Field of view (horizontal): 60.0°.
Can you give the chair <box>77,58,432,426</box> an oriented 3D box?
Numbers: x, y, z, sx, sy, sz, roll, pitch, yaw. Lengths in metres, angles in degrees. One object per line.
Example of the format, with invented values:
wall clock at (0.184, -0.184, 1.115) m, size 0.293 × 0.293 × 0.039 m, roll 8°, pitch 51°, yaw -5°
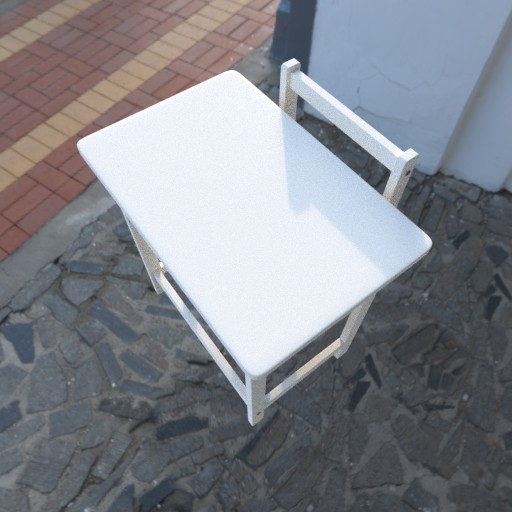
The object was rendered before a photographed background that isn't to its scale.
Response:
chair at (0.000, 0.000, 1.060) m, size 0.461 × 0.673 × 0.599 m, roll -33°, pitch 64°, yaw -18°
